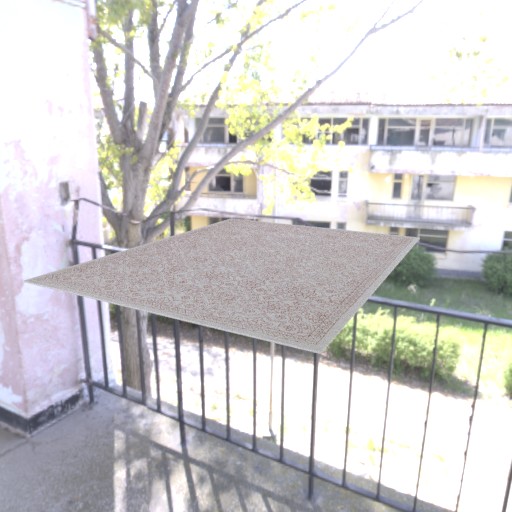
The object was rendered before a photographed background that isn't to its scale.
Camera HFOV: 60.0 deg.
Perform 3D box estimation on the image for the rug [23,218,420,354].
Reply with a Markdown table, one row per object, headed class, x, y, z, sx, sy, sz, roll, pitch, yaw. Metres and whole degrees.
| class | x | y | z | sx | sy | sz | roll | pitch | yaw |
| --- | --- | --- | --- | --- | --- | --- | --- | --- | --- |
| rug | 0.000 | 0.000 | 4.148 | 2.441 | 0.015 | 3.050 | 8 | 17 | 28 |
